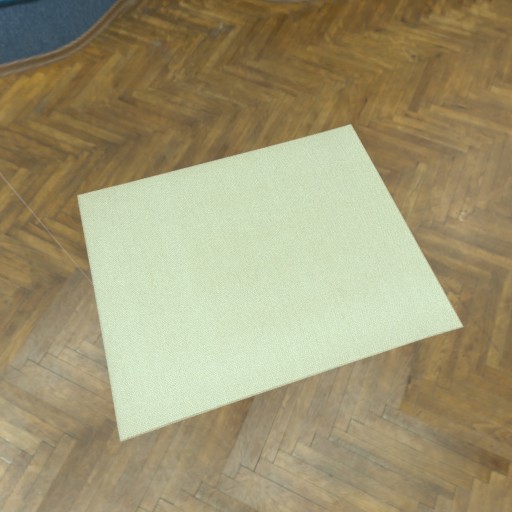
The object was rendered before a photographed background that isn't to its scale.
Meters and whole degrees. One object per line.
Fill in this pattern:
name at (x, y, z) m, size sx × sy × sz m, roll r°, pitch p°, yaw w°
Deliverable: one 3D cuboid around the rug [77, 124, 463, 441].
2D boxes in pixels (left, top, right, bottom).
rug at (0.000, 0.000, 4.205) m, size 3.039 × 0.018 × 2.462 m, roll -16°, pitch 65°, yaw -8°
